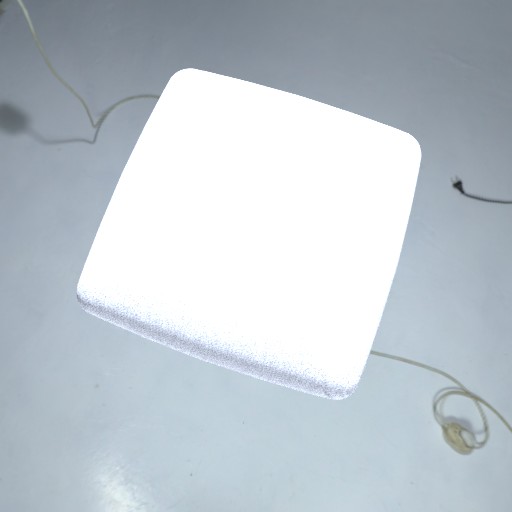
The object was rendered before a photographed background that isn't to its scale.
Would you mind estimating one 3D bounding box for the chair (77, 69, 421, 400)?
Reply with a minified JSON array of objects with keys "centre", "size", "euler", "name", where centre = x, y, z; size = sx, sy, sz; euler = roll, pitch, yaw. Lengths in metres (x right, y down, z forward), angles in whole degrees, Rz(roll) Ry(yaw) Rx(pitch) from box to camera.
[{"centre":[0.000,0.000,0.702],"size":[0.350,0.440,0.350],"euler":[18,76,5],"name":"chair"}]
